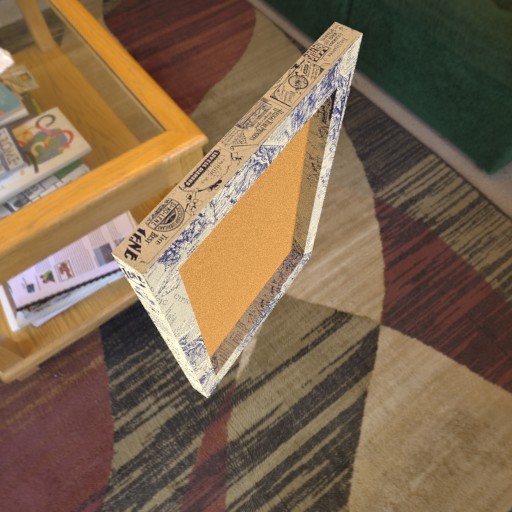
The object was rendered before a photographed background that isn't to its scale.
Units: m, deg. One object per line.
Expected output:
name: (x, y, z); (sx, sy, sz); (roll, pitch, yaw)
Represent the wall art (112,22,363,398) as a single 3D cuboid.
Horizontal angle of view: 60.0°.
wall art: (0.000, 0.000, 0.745); (0.040, 0.601, 0.408); (32, 67, 16)
